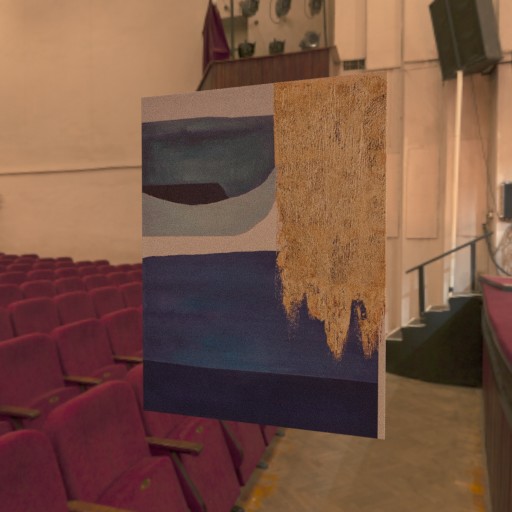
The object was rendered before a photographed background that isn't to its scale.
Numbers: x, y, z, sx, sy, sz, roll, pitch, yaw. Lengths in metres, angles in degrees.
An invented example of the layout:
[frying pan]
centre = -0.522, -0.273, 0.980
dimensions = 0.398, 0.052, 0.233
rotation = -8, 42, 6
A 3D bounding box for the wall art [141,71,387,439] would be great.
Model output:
[wall art]
centre = 0.000, 0.000, 0.815
dimensions = 0.458, 0.613, 0.026
rotation = 0, 1, 16
